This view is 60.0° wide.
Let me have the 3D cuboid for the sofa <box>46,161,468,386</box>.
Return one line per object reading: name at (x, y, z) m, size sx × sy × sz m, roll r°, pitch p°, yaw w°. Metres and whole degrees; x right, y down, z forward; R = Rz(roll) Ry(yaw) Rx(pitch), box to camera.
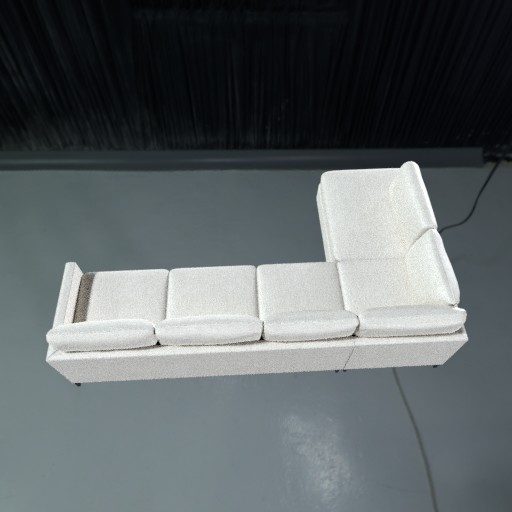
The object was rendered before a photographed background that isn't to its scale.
sofa at (0.000, 0.000, 4.228) m, size 3.384 × 0.996 × 2.048 m, roll -2°, pitch 58°, yaw -2°
